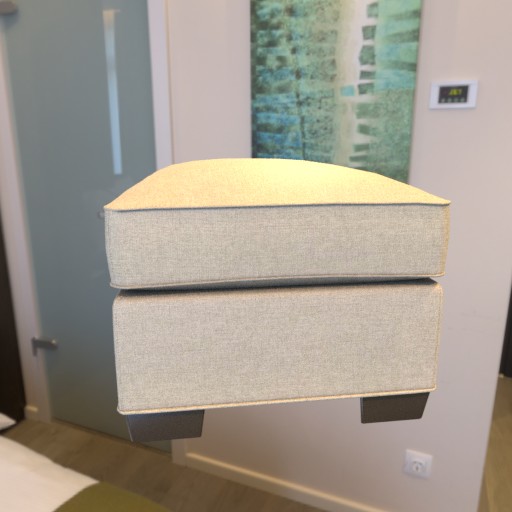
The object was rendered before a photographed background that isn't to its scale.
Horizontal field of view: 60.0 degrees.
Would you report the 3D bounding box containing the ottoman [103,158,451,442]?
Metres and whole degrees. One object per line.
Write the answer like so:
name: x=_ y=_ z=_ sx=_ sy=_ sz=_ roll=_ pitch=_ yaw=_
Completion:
ottoman: x=0.000 y=0.000 z=1.189 sx=0.619 sy=0.504 sz=0.843 roll=-2 pitch=14 yaw=-7
